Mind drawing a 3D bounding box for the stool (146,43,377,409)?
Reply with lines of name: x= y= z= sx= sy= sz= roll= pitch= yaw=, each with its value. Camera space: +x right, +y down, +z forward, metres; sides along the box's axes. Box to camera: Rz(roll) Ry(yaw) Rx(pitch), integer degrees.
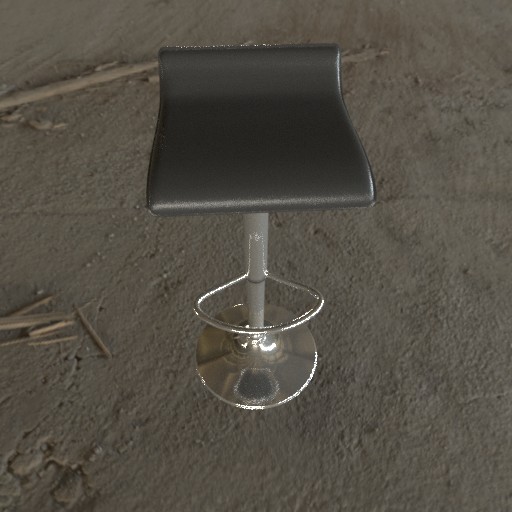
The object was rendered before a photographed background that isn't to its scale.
stool: x=0.000 y=0.000 z=1.079 sx=0.381 sy=0.851 sz=0.381 roll=-3 pitch=46 yaw=-3
